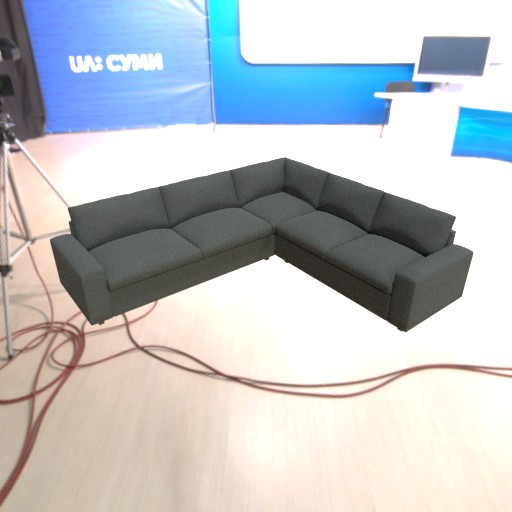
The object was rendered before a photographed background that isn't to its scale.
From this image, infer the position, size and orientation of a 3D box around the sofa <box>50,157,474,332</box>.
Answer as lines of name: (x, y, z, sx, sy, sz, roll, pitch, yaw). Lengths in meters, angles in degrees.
sofa: (0.000, 0.000, 4.603, 3.277, 0.965, 2.895, -21, 35, -32)
